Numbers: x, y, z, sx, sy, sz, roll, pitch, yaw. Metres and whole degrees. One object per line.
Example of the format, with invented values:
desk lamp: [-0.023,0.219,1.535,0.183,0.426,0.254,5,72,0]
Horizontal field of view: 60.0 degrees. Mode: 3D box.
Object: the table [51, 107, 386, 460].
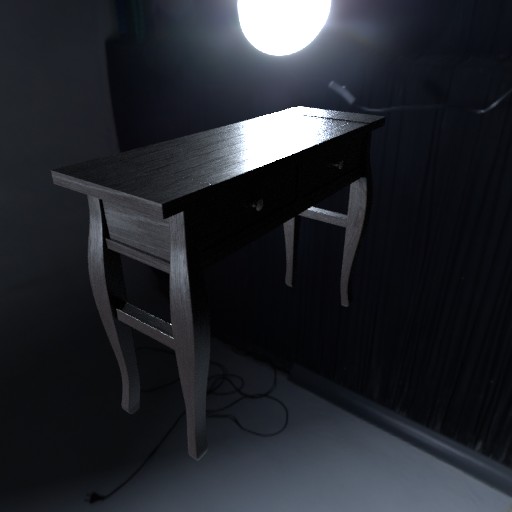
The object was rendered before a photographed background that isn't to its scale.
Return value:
table: [0.000,0.000,1.450,0.373,0.768,1.062,19,33,32]
